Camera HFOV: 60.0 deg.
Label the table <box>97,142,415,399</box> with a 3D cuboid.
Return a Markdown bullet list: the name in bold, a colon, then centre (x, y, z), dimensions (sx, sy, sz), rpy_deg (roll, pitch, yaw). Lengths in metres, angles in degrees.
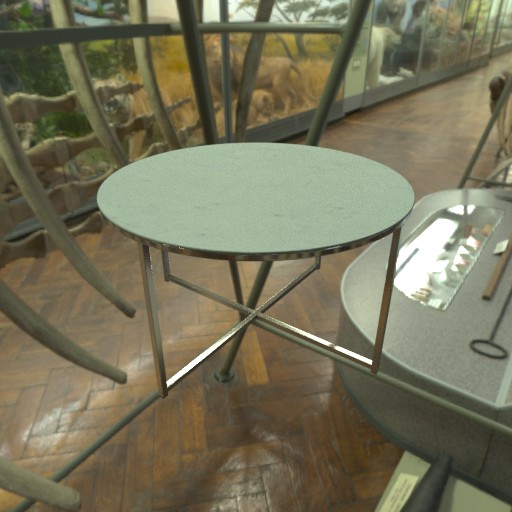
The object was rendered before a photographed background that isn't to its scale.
- **table**: centre (0.000, 0.000, 1.275), dimensions (0.800, 0.450, 0.800), rpy_deg (0, 29, 0)
